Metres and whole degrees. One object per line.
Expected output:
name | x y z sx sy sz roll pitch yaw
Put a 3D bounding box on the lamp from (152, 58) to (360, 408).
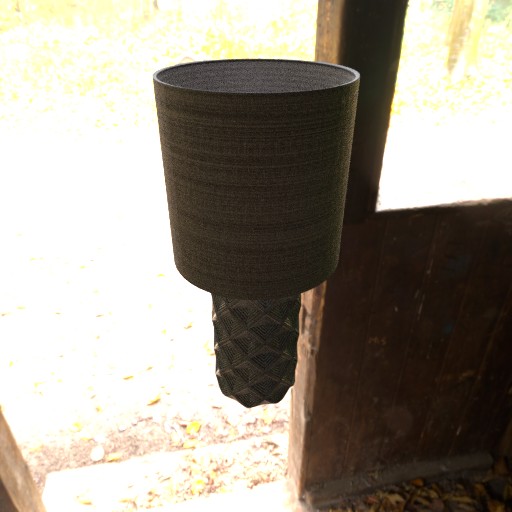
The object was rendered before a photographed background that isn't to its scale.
lamp | 0.000 0.000 0.730 0.268 0.566 0.269 -24 39 -34
